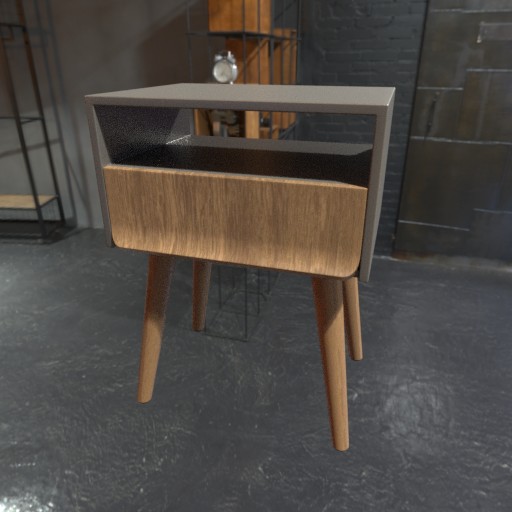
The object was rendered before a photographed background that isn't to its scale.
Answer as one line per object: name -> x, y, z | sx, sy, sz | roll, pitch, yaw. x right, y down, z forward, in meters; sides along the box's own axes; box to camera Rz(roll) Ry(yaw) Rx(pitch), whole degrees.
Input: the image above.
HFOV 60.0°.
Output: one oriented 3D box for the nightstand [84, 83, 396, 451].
nightstand -> 0.000, 0.000, 0.727 | 0.370, 0.508, 0.288 | 7, 25, 16
